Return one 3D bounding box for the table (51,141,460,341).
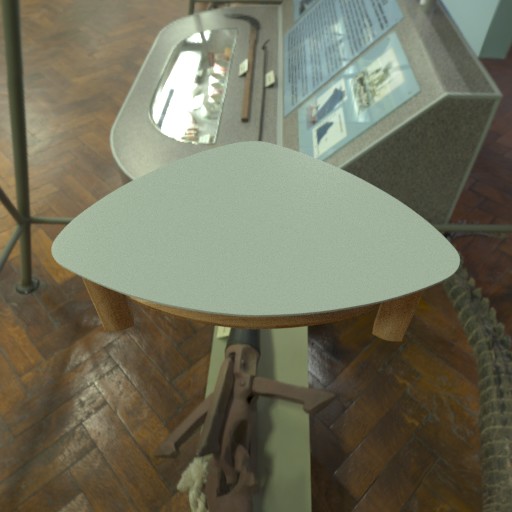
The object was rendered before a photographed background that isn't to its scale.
[{"bbox_3d":[0.000,0.000,1.644,1.250,0.440,0.850,2,47,2],"label":"table"}]
